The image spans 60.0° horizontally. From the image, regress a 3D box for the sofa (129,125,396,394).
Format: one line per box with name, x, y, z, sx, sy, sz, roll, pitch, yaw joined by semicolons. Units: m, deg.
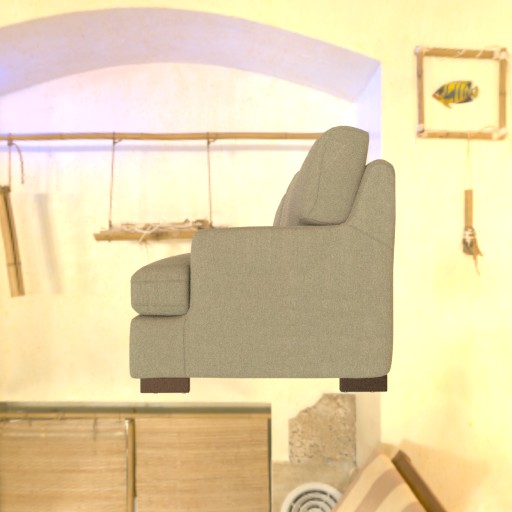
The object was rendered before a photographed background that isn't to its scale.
sofa;0.000;0.000;2.467;0.962;0.980;1.855;0;0;-1
